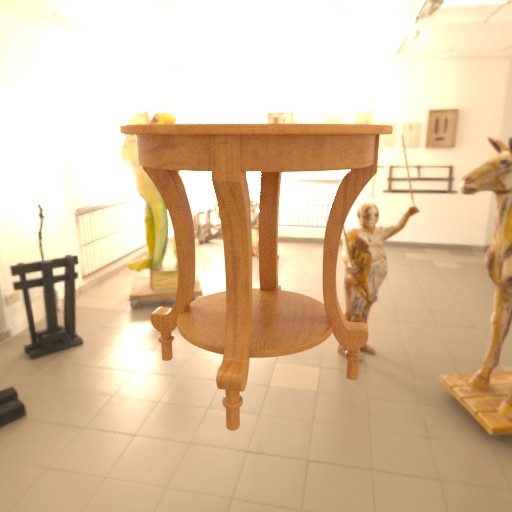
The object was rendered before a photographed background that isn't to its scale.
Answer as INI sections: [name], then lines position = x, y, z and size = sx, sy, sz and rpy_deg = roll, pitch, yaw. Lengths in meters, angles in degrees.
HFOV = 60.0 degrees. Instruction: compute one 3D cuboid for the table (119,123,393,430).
[table]
position = 0.000, 0.000, 1.089
size = 0.597, 0.612, 0.597
rpy_deg = 0, 15, 0
